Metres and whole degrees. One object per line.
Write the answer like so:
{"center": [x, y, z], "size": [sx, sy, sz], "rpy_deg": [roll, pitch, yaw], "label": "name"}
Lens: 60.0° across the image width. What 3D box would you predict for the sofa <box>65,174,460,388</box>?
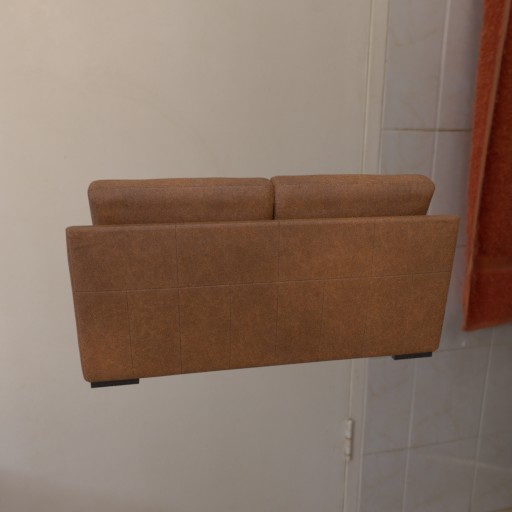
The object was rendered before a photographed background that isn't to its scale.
{"center": [0.000, 0.000, 2.568], "size": [1.880, 0.966, 1.144], "rpy_deg": [-3, 14, -10], "label": "sofa"}
